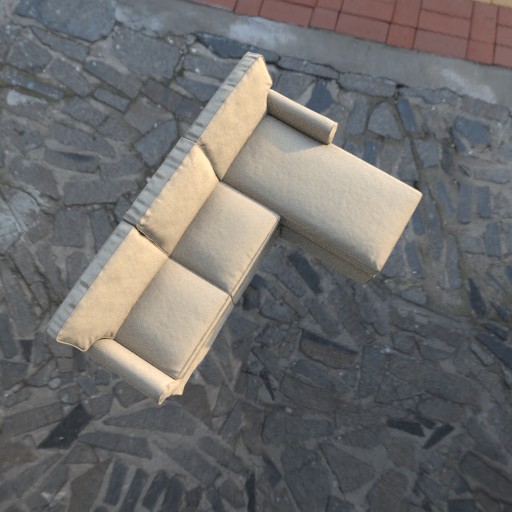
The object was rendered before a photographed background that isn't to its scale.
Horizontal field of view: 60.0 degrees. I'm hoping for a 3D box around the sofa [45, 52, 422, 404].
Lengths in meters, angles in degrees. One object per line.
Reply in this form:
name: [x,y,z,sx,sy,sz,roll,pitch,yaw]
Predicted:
sofa: [0.000,0.000,3.302,1.733,0.978,2.475,31,78,7]
